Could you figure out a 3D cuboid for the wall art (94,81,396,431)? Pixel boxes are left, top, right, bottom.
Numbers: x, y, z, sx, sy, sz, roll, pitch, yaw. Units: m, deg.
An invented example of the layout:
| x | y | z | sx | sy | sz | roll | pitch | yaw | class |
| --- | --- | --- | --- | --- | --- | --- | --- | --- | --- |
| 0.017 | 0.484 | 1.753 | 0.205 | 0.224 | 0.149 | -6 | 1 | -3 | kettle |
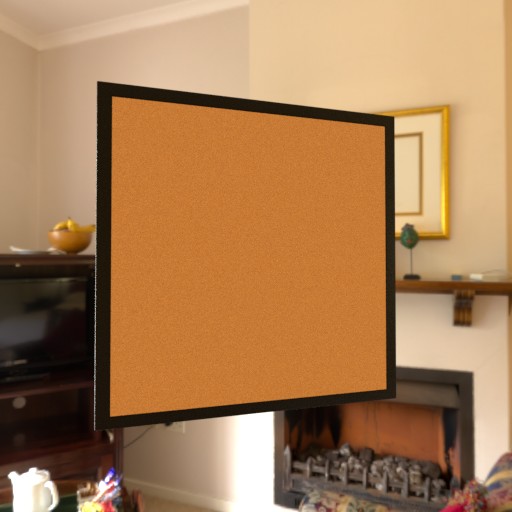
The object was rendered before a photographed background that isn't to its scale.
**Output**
| x | y | z | sx | sy | sz | roll | pitch | yaw | class |
| --- | --- | --- | --- | --- | --- | --- | --- | --- | --- |
| 0.000 | 0.000 | 0.442 | 0.299 | 0.299 | 0.037 | 0 | -1 | -18 | wall art |
